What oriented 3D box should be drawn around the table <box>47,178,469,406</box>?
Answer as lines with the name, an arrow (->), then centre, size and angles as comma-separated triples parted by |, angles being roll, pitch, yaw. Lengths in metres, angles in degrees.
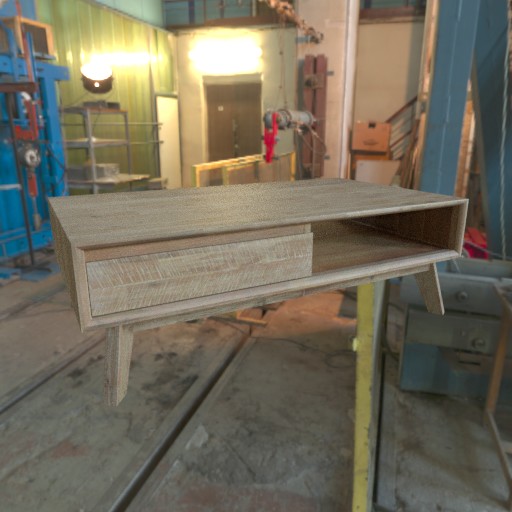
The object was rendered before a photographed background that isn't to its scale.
table -> 0.000, 0.000, 2.026 | 1.619, 0.531, 0.918 | -9, 19, -27
